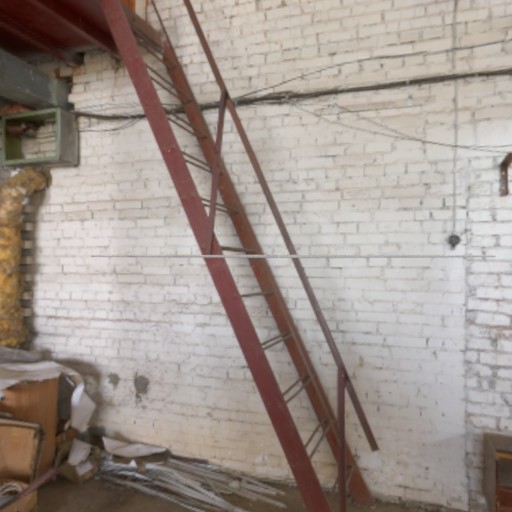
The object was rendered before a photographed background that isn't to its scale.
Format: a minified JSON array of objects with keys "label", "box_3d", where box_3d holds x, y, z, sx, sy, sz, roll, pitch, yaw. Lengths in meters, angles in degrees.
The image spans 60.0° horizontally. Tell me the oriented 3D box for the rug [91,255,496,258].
[{"label":"rug","box_3d":[0.000,0.000,3.024,1.545,0.016,2.460,0,0,-35]}]
